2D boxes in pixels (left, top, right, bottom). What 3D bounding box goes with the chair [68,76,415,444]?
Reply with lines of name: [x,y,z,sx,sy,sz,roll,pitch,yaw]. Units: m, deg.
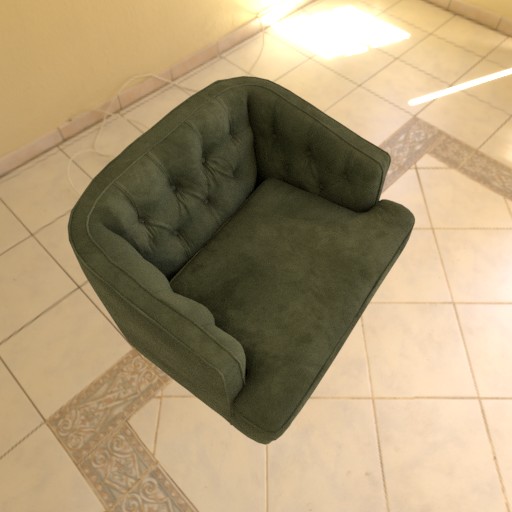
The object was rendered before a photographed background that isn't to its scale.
chair: [0.000,0.000,1.780,0.941,0.852,1.104,31,62,18]
